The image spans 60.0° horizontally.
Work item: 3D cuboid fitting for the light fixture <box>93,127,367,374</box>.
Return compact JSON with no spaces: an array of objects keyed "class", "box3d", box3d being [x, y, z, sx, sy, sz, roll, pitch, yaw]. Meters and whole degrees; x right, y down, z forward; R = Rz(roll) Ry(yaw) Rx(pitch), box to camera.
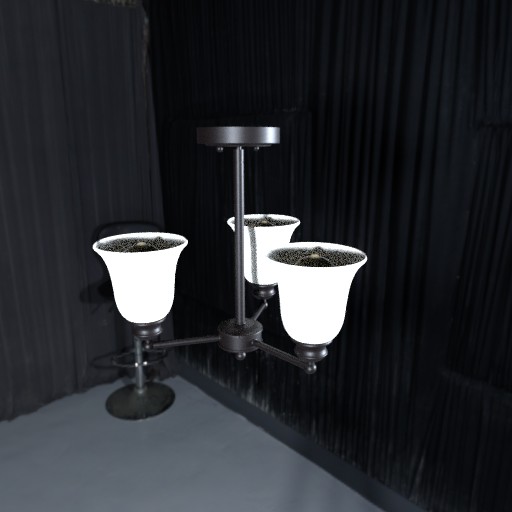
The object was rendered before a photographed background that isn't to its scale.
[{"class":"light fixture","box3d":[0.000,0.000,0.664,0.388,0.370,0.354,-14,20,-42]}]
